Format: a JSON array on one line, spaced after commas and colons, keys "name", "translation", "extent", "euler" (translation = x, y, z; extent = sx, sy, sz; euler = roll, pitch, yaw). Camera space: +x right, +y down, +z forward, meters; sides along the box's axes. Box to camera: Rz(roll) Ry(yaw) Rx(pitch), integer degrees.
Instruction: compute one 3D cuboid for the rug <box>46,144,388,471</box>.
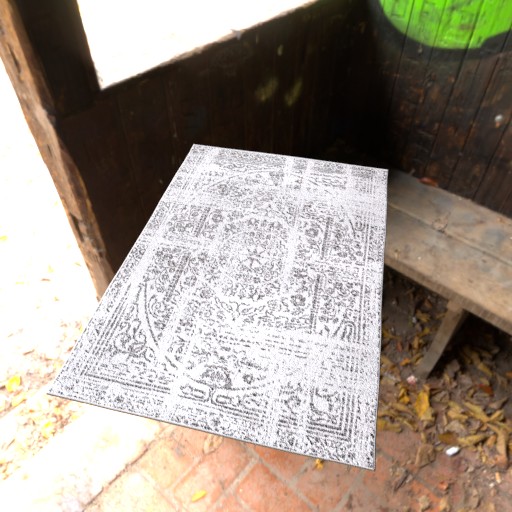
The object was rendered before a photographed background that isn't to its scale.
[{"name": "rug", "translation": [0.000, 0.000, 2.996], "extent": [1.706, 0.026, 2.438], "euler": [10, 47, 9]}]
